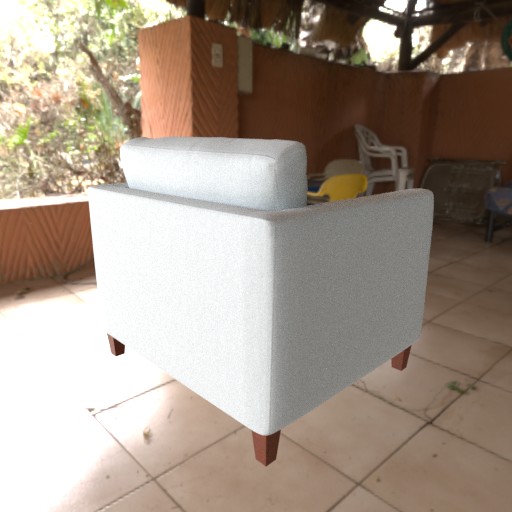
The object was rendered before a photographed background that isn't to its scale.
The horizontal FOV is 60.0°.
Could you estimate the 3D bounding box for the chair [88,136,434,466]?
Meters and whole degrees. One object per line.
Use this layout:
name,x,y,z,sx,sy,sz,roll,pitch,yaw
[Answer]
chair,0.000,0.000,1.844,0.953,0.961,1.107,-14,21,-42
